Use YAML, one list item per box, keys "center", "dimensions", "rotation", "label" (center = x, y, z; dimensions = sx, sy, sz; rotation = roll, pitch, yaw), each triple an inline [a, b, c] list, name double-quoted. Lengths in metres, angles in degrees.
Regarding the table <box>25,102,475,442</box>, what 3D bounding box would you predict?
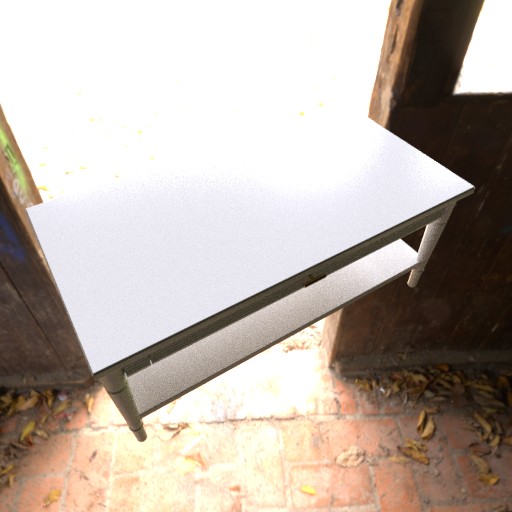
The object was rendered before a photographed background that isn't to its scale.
- center: [0.000, 0.000, 1.346]
  dimensions: [1.067, 0.457, 0.559]
  rotation: [-24, 51, -21]
  label: "table"
